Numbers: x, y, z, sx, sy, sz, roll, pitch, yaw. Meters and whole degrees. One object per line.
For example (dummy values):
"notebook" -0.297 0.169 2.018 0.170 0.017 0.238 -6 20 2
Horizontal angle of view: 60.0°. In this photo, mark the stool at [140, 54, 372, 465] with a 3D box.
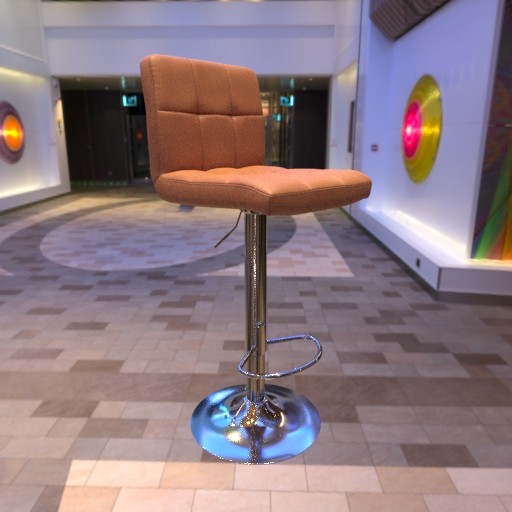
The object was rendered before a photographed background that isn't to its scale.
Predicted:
"stool" 0.000 0.000 1.308 0.505 1.115 0.430 15 21 43
